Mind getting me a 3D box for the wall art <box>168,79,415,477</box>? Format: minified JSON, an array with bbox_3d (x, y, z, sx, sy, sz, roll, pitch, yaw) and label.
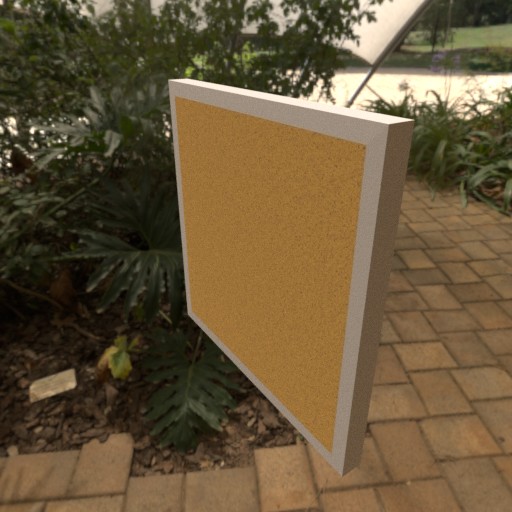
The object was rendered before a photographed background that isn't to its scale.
[{"bbox_3d":[0.000,0.000,1.868,0.098,1.291,1.289,-17,32,-30],"label":"wall art"}]
